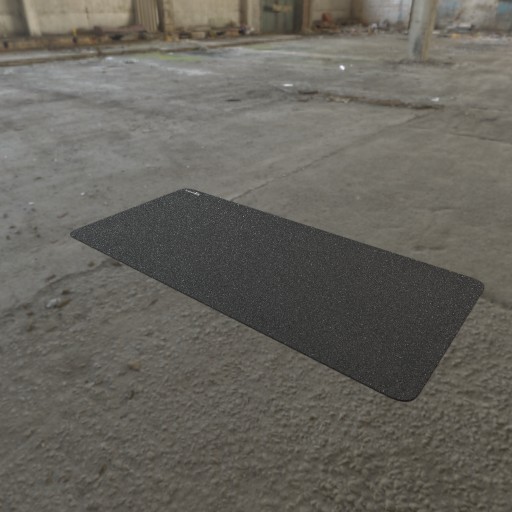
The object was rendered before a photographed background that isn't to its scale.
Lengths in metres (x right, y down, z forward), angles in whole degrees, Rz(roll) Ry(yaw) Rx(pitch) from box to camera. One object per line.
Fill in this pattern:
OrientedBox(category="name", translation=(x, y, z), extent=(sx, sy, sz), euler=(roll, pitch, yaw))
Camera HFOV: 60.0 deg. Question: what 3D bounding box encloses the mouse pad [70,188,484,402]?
OrientedBox(category="mouse pad", translation=(0.000, 0.000, 1.030), extent=(0.907, 0.003, 0.424), euler=(21, 36, 33))
